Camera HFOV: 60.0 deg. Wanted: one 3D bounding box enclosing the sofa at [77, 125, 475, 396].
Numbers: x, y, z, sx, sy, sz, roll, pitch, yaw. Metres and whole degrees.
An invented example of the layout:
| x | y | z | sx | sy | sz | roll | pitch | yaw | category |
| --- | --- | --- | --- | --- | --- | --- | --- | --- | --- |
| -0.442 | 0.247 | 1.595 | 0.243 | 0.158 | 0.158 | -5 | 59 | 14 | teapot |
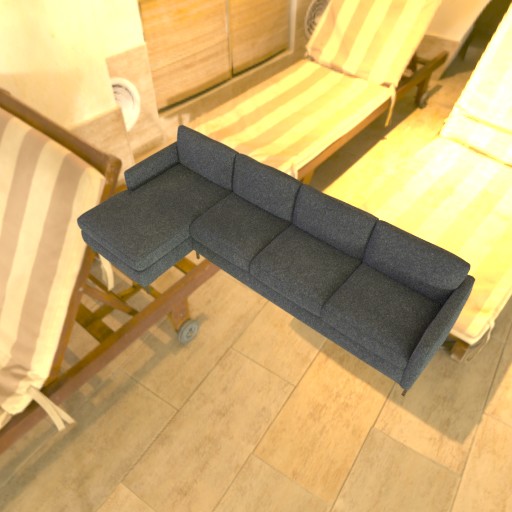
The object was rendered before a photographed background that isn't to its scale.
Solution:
| x | y | z | sx | sy | sz | roll | pitch | yaw | category |
| --- | --- | --- | --- | --- | --- | --- | --- | --- | --- |
| 0.000 | 0.000 | 3.493 | 2.932 | 0.810 | 1.350 | 31 | 54 | 26 | sofa |
